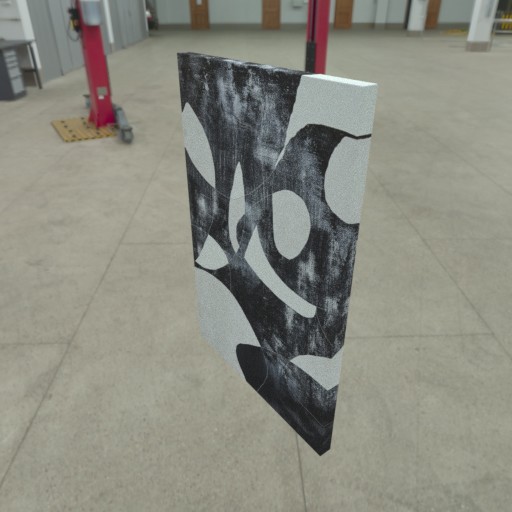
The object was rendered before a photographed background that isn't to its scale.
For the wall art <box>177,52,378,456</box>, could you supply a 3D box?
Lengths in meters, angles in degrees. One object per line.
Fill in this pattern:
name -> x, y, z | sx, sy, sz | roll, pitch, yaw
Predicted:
wall art -> 0.000, 0.000, 1.147 | 0.041, 0.915, 0.610 | -21, 36, -31
